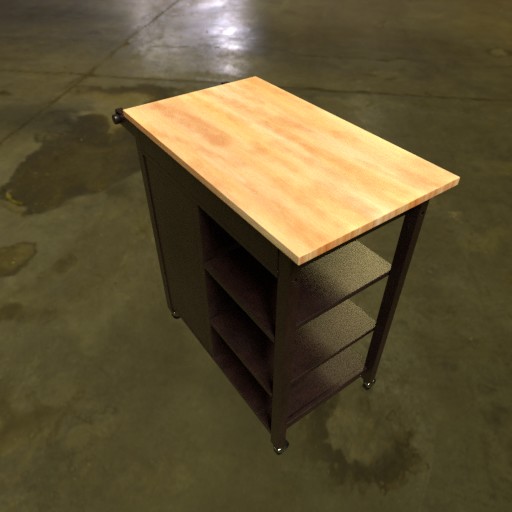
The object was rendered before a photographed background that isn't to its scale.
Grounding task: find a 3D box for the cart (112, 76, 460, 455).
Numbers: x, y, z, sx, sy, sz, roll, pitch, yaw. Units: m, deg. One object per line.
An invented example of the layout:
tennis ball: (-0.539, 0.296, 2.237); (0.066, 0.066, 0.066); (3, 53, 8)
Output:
cart: (0.000, 0.000, 1.459); (0.472, 0.878, 0.914); (-25, 47, -26)
